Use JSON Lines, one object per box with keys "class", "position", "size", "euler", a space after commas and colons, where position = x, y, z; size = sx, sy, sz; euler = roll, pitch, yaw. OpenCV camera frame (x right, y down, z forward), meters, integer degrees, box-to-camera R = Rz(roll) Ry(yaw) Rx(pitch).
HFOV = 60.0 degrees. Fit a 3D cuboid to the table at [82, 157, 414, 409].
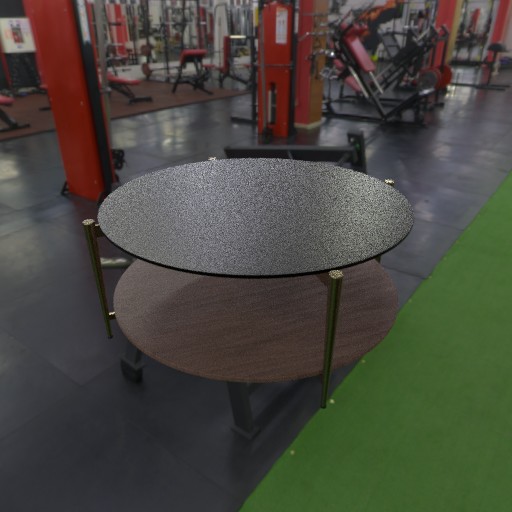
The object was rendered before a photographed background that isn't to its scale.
{"class": "table", "position": [0.000, 0.000, 1.470], "size": [0.938, 0.400, 0.938], "euler": [21, 34, 34]}
